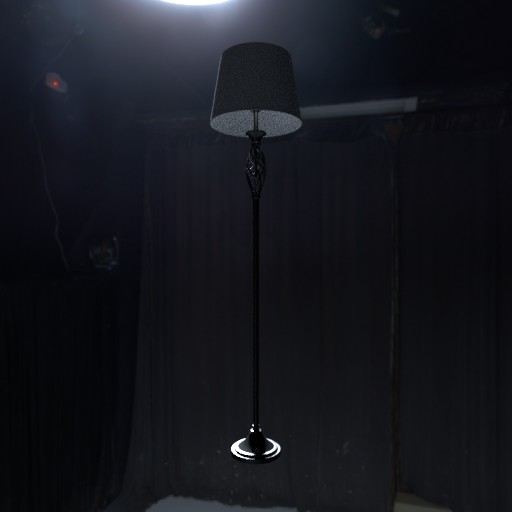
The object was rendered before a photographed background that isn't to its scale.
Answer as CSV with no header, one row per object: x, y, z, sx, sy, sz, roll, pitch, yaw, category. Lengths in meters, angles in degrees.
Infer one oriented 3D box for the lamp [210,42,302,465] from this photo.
0.000,0.000,1.824,0.379,1.623,0.379,0,0,0,lamp
